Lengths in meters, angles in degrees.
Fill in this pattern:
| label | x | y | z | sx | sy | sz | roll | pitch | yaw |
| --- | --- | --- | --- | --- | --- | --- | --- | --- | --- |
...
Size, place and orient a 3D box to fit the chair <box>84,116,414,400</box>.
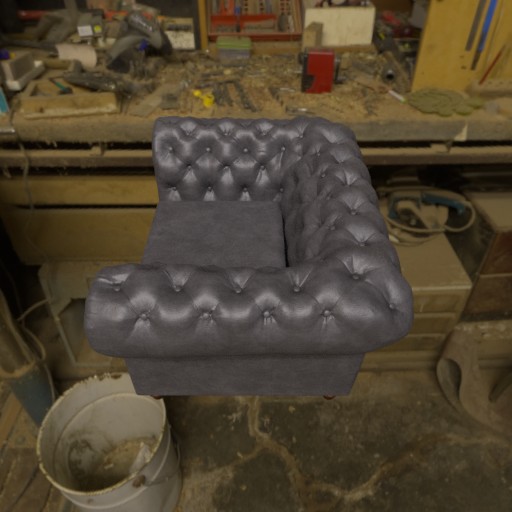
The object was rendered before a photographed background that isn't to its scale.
| label | x | y | z | sx | sy | sz | roll | pitch | yaw |
| --- | --- | --- | --- | --- | --- | --- | --- | --- | --- |
| chair | 0.000 | 0.000 | 1.861 | 0.943 | 0.780 | 1.298 | 0 | 42 | 0 |
